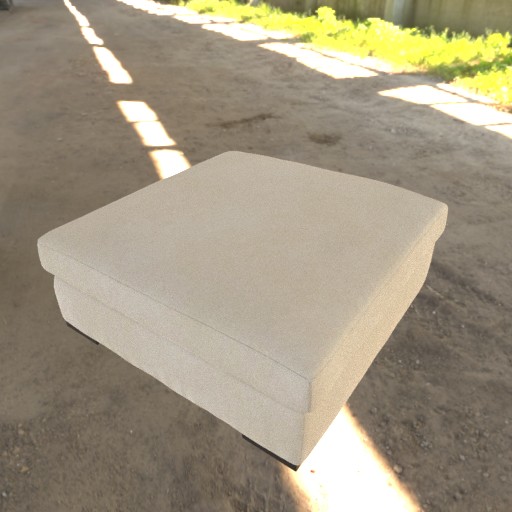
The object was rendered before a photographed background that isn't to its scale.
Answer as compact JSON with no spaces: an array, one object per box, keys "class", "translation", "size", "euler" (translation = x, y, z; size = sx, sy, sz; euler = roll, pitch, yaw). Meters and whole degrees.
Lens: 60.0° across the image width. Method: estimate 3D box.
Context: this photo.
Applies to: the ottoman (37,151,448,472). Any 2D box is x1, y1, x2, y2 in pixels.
[{"class":"ottoman","translation":[0.000,0.000,1.833],"size":[1.190,0.522,1.205],"euler":[21,38,29]}]
